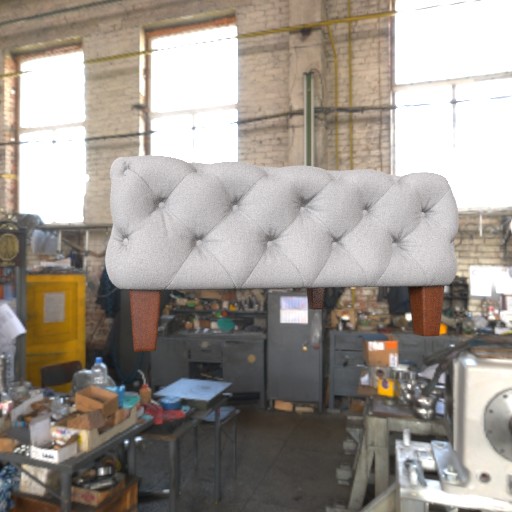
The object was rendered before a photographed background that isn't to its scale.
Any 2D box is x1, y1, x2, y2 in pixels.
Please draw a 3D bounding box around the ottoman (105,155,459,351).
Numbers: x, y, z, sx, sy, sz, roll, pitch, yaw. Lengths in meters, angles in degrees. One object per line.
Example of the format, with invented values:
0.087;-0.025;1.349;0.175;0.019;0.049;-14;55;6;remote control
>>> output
0.000;0.000;1.214;0.764;0.365;0.758;0;-1;-16;ottoman
